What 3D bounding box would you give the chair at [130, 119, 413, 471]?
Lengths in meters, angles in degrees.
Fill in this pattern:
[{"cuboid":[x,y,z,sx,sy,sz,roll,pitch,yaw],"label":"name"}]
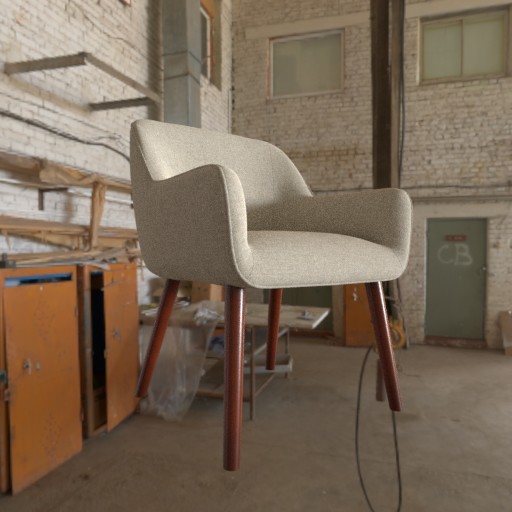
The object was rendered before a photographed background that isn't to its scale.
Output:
[{"cuboid":[0.000,0.000,1.234,0.610,0.813,0.610,-1,1,-37],"label":"chair"}]
